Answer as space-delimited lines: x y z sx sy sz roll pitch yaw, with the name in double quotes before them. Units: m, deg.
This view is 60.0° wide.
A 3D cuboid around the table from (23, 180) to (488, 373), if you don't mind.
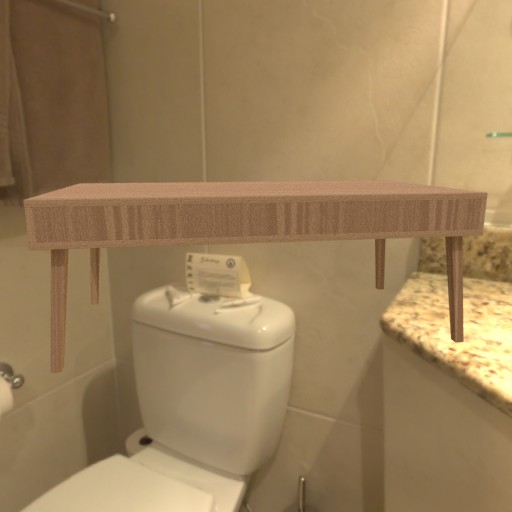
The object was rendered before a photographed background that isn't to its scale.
"table" 0.000 0.000 1.467 1.200 0.450 0.600 -2 13 -9
